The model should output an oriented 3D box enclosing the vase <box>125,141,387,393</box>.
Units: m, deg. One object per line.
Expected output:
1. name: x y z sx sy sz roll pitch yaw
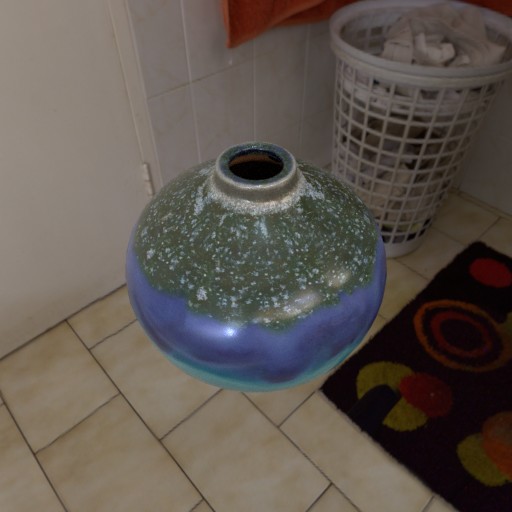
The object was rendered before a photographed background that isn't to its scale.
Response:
1. vase: 0.000 0.000 0.265 0.154 0.133 0.154 0 46 0
